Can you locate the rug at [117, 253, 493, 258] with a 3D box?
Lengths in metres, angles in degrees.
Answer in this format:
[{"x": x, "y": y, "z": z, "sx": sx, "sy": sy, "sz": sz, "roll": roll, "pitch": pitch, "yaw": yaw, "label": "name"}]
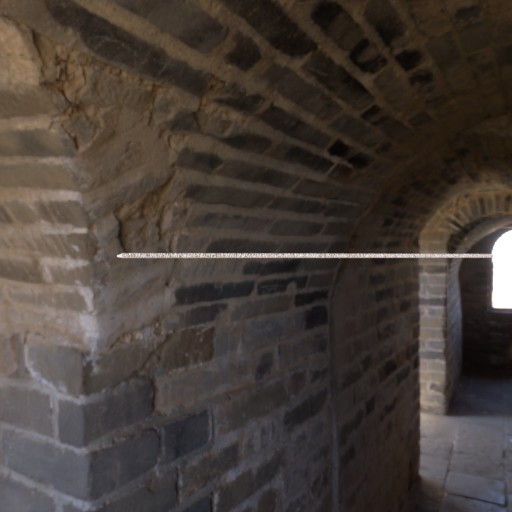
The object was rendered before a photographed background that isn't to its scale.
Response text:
[{"x": 0.000, "y": 0.000, "z": 4.047, "sx": 2.400, "sy": 0.026, "sz": 3.000, "roll": 0, "pitch": 0, "yaw": -18, "label": "rug"}]
